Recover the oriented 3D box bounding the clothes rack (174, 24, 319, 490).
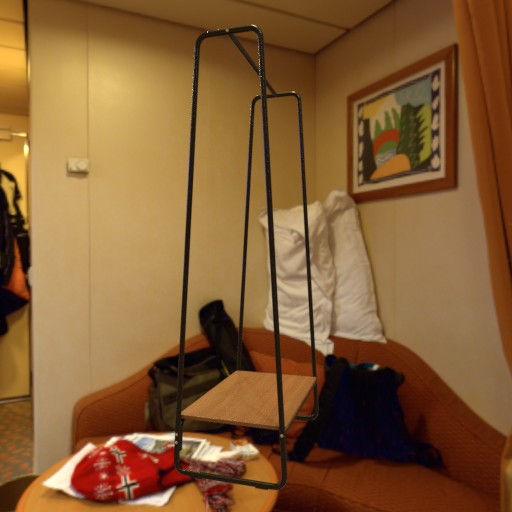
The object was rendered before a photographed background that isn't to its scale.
[{"bbox_3d":[0.000,0.000,1.759,0.400,1.500,0.640,0,0,17],"label":"clothes rack"}]
